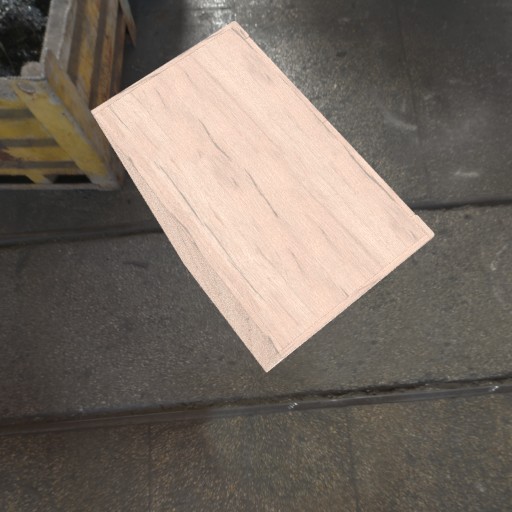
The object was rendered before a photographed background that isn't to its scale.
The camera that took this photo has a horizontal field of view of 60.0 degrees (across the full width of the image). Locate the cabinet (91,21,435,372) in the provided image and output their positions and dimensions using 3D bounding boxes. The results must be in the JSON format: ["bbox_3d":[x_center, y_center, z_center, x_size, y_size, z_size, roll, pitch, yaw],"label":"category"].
[{"bbox_3d":[0.000,0.000,2.289,0.580,1.930,0.980,-37,77,-10],"label":"cabinet"}]
